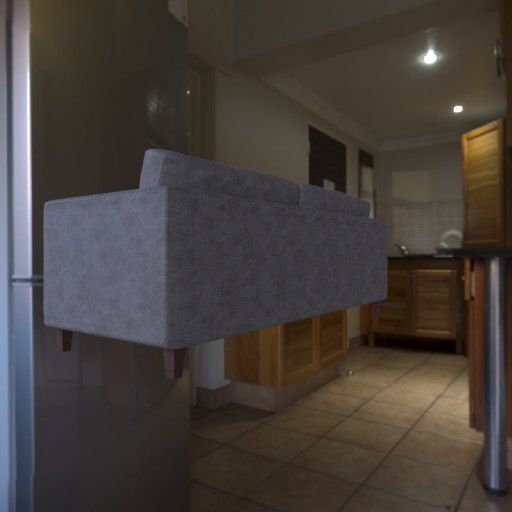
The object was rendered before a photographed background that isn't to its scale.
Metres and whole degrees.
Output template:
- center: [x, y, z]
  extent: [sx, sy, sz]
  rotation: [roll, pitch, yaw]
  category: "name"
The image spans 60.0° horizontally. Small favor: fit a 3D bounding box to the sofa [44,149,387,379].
- center: [0.000, 0.000, 2.937]
  extent: [0.951, 0.965, 2.434]
  rotation: [0, 1, 36]
  category: "sofa"
